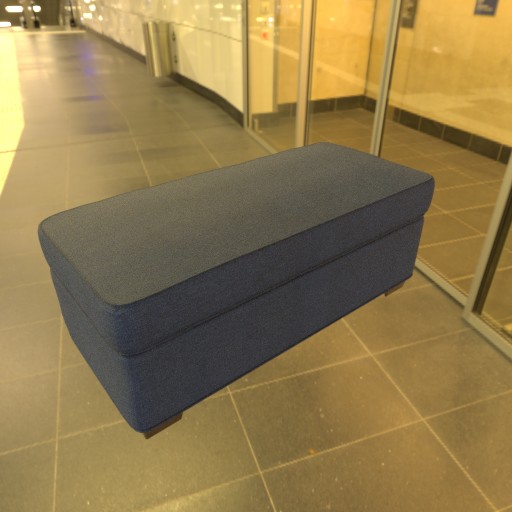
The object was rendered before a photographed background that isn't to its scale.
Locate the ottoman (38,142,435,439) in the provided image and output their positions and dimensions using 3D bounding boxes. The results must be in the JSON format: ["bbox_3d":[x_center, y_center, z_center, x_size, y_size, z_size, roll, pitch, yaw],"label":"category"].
[{"bbox_3d":[0.000,0.000,1.386,1.110,0.460,0.515,-23,38,-32],"label":"ottoman"}]
